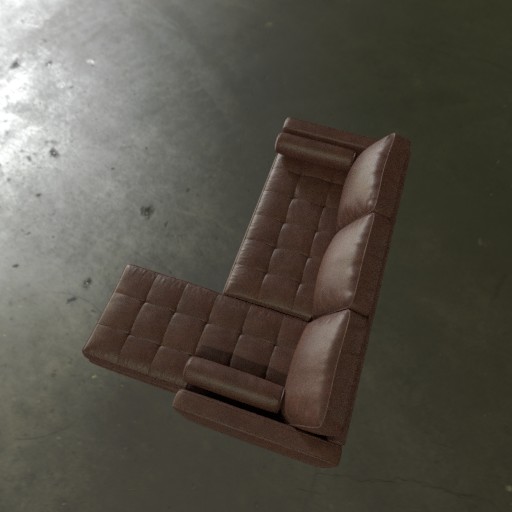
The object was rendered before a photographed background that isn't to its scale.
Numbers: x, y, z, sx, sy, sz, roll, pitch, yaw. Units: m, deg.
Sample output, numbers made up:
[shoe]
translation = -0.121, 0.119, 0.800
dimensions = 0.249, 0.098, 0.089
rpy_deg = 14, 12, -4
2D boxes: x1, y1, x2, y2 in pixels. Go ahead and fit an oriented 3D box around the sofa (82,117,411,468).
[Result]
[sofa]
translation = 0.000, 0.000, 2.949
dimensions = 1.613, 0.841, 2.185
rpy_deg = 17, 65, 8
